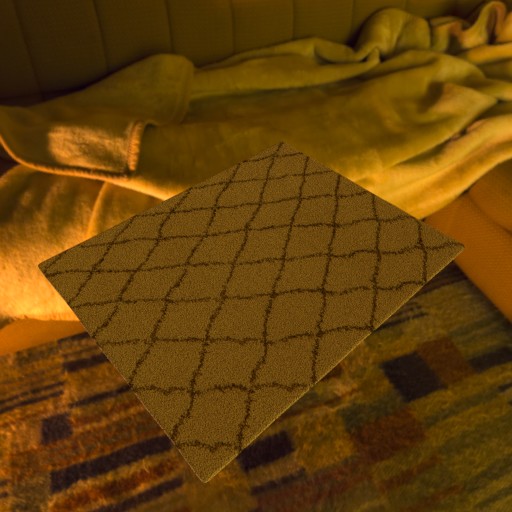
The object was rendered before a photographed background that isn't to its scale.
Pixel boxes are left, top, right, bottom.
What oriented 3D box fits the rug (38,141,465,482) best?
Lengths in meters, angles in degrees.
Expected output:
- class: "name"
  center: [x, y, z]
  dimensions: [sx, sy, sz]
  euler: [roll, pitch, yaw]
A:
- class: "rug"
  center: [0.000, 0.000, 4.016]
  dimensions: [3.047, 0.029, 2.438]
  euler: [-33, 54, -28]
